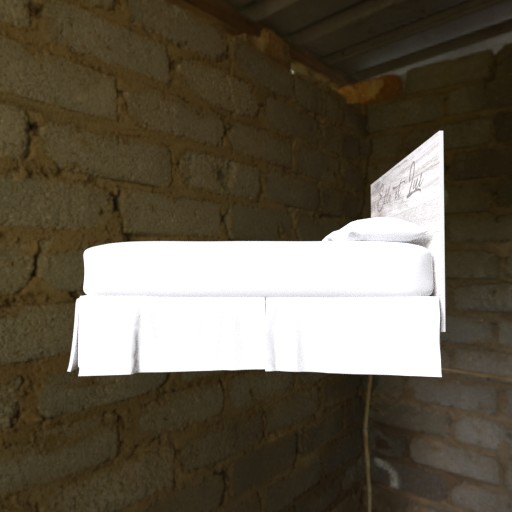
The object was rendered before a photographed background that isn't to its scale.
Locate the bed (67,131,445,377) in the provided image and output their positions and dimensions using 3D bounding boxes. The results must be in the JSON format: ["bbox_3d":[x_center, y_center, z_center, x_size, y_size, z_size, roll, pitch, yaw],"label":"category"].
[{"bbox_3d":[0.000,0.000,3.203,2.094,1.335,1.745,0,-1,1],"label":"bed"}]
